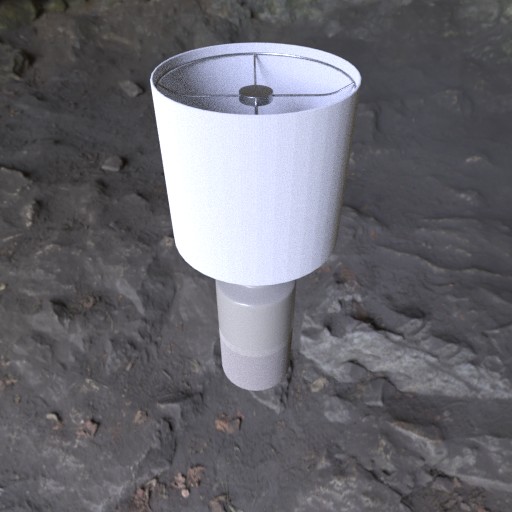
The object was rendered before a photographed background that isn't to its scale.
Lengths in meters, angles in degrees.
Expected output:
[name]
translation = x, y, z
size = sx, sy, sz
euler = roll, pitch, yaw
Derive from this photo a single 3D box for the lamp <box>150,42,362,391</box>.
[lamp]
translation = 0.000, 0.000, 0.612
size = 0.212, 0.493, 0.212
euler = -1, 41, -1
